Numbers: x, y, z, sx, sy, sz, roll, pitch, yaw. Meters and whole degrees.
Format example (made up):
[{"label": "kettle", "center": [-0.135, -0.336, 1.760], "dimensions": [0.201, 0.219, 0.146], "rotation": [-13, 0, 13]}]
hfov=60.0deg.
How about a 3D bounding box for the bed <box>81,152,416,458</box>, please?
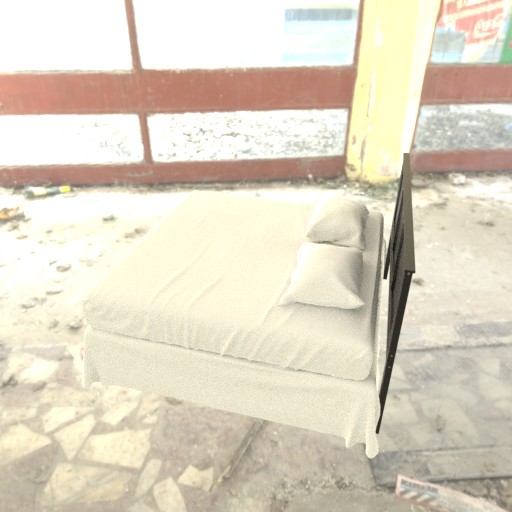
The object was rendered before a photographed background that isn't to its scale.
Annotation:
[{"label": "bed", "center": [0.000, 0.000, 3.585], "dimensions": [2.219, 1.271, 2.315], "rotation": [8, 31, 14]}]
